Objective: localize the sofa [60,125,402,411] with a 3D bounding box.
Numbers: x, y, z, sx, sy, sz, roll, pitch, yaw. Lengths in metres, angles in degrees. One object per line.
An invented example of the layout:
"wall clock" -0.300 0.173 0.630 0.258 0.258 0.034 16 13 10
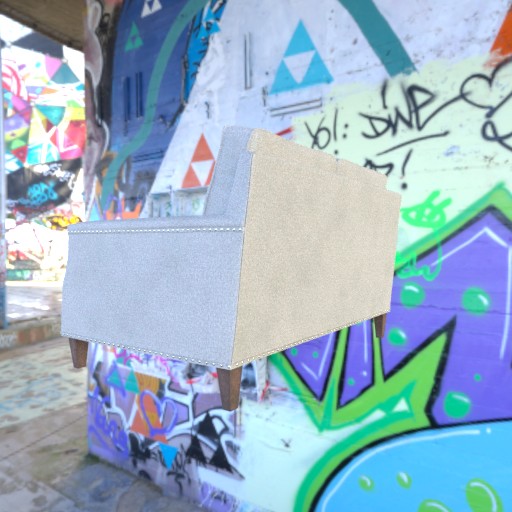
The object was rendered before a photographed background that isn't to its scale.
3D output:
"sofa" 0.000 0.000 2.329 1.084 1.003 1.597 1 2 36
